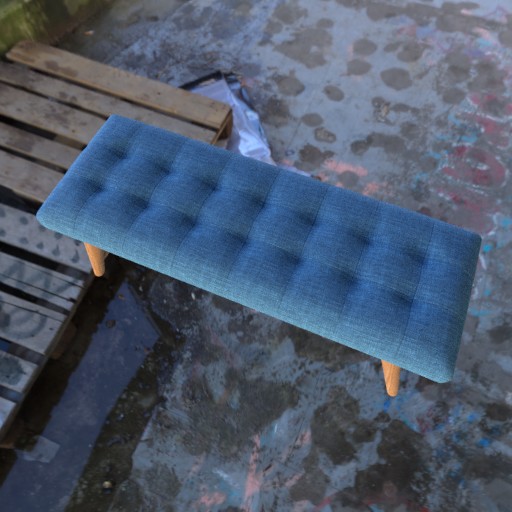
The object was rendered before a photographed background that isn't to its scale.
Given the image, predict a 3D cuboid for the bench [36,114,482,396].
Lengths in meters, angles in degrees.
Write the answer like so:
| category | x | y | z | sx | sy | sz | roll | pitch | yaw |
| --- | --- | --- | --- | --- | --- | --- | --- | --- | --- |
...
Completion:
| category | x | y | z | sx | sy | sz | roll | pitch | yaw |
| --- | --- | --- | --- | --- | --- | --- | --- | --- | --- |
| bench | 0.000 | 0.000 | 1.319 | 1.118 | 0.432 | 0.406 | 20 | 65 | 10 |
